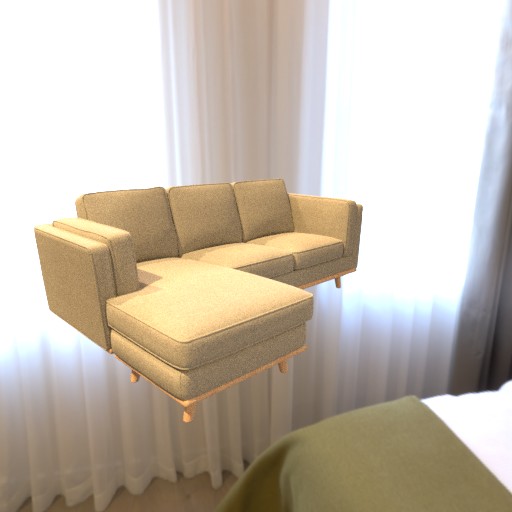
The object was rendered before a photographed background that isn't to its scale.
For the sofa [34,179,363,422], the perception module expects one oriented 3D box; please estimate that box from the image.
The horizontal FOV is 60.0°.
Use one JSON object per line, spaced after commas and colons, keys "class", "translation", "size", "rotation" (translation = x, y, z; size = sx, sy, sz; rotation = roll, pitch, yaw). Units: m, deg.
{"class": "sofa", "translation": [0.000, 0.000, 3.087], "size": [2.411, 0.929, 1.604], "rotation": [-13, 19, -42]}
